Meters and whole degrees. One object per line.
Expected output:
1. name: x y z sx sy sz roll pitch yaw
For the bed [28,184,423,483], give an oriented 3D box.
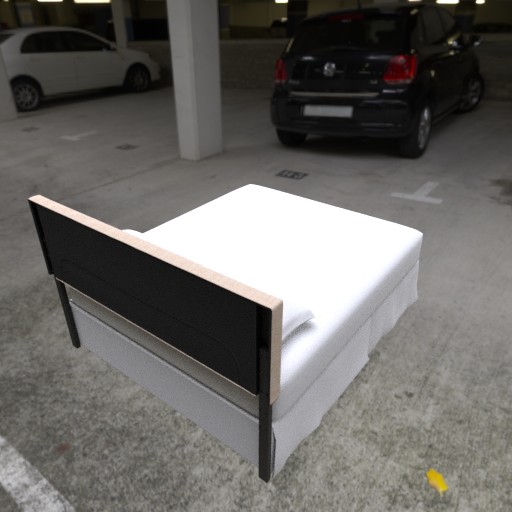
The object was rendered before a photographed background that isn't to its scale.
1. bed: 0.000 0.000 2.803 1.616 1.016 1.876 21 36 31
